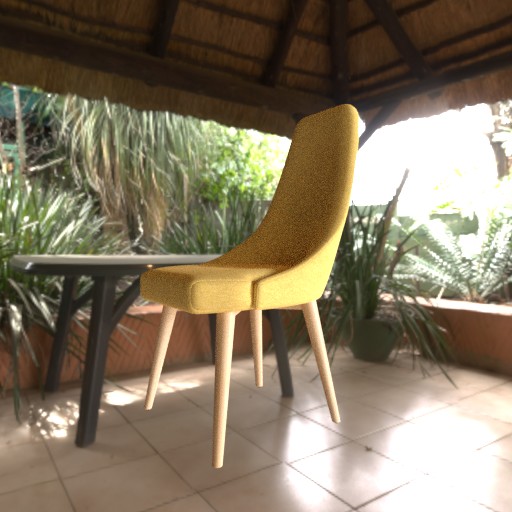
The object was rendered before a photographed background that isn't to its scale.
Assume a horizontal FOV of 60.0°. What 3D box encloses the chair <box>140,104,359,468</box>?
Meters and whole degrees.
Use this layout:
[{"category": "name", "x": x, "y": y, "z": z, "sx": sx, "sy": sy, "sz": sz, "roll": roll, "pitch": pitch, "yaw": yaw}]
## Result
[{"category": "chair", "x": 0.000, "y": 0.000, "z": 1.446, "sx": 0.660, "sy": 1.040, "sz": 0.510, "roll": -1, "pitch": 2, "yaw": -35}]
